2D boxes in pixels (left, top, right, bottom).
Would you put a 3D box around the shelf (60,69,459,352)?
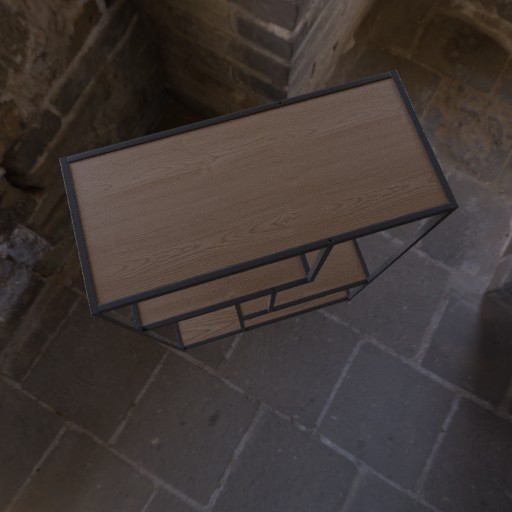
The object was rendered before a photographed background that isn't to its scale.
[{"bbox_3d":[0.000,0.000,1.478,0.770,1.138,0.350,-16,75,-5],"label":"shelf"}]
